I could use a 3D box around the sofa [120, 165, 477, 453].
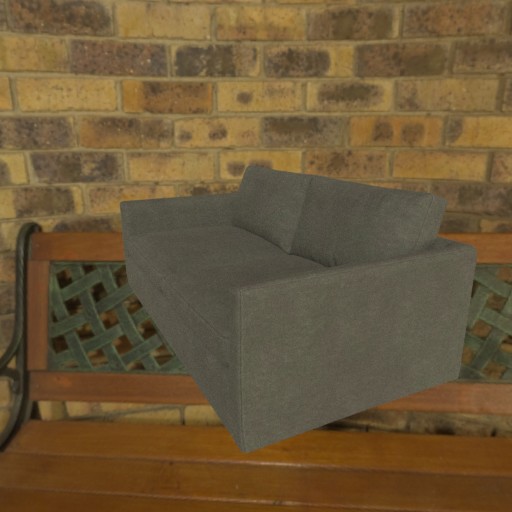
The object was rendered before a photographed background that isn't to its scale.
[{"bbox_3d":[0.000,0.000,2.436,1.091,0.845,1.909,-8,18,-26],"label":"sofa"}]
